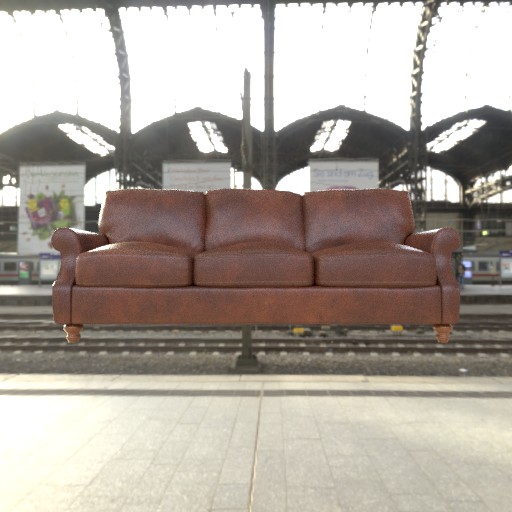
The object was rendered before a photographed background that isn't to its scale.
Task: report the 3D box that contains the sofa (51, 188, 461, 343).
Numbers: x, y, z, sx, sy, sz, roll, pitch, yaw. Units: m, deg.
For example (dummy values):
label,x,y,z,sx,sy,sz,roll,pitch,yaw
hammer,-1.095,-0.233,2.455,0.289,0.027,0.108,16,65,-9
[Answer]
label,x,y,z,sx,sy,sz,roll,pitch,yaw
sofa,0.000,0.000,2.850,2.351,0.977,0.973,0,-2,0
